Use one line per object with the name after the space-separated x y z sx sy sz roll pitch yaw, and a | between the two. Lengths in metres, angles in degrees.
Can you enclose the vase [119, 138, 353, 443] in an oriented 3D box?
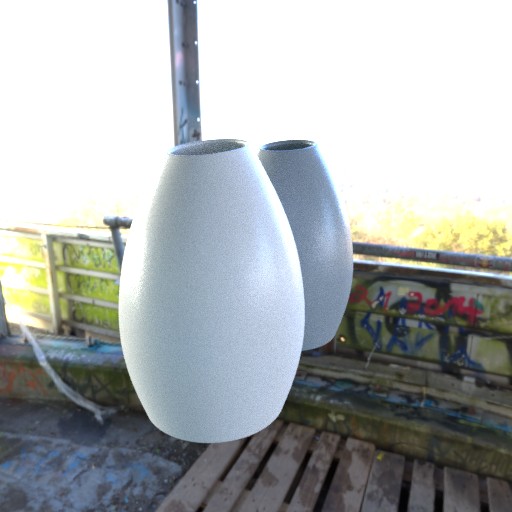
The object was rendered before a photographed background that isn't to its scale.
0.000 0.000 0.257 0.089 0.131 0.187 7 16 24 | vase
